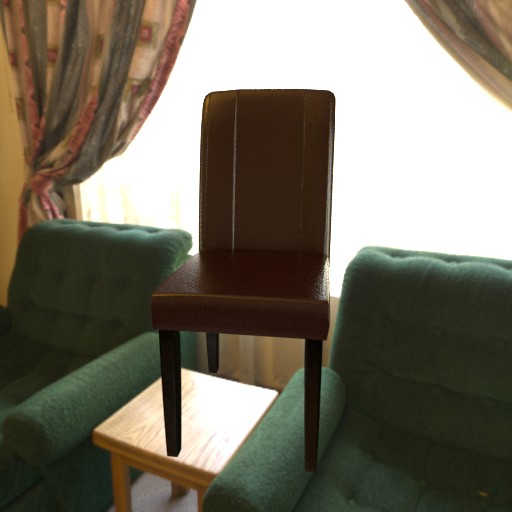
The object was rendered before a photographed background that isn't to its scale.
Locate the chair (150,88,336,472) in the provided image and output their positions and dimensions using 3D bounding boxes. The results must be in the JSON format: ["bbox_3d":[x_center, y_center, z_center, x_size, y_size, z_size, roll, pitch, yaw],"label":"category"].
[{"bbox_3d":[0.000,0.000,1.191,0.399,0.897,0.556,2,15,8],"label":"chair"}]
